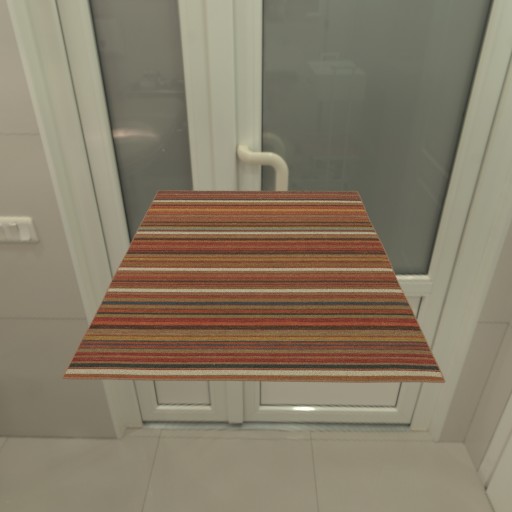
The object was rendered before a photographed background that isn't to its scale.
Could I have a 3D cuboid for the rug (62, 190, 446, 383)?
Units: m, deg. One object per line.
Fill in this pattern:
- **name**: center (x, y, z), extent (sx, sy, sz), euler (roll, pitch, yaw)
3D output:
- **rug**: center (0.000, 0.000, 4.153), extent (2.479, 0.023, 3.092), euler (0, 31, 1)
